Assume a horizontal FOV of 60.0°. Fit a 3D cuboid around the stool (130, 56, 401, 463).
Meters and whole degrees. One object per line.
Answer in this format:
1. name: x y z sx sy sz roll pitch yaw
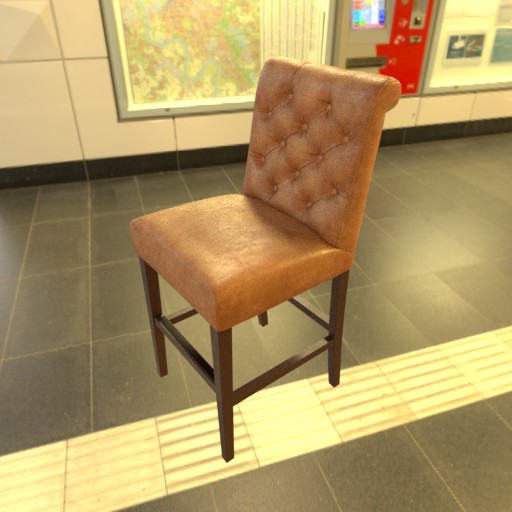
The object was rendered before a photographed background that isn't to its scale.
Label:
1. stool: 0.000 0.000 1.365 0.601 1.047 0.493 -22 38 -31
